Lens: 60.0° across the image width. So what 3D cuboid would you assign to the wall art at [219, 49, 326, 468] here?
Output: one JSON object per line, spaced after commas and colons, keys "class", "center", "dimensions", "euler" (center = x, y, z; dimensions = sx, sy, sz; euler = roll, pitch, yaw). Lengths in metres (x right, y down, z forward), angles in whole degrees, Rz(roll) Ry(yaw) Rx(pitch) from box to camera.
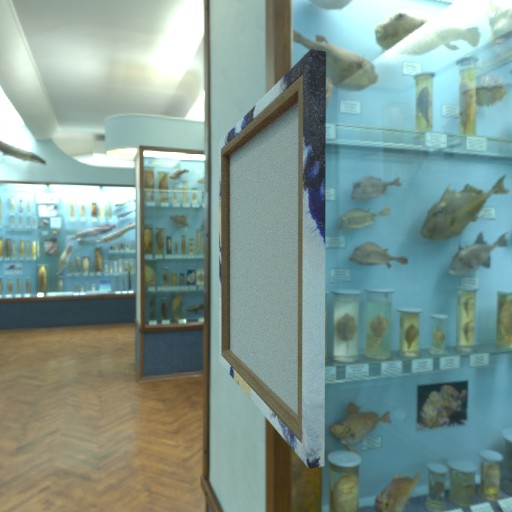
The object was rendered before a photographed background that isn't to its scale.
{"class": "wall art", "center": [0.000, 0.000, 1.360], "dimensions": [0.038, 0.885, 0.887], "euler": [-1, 2, -17]}
